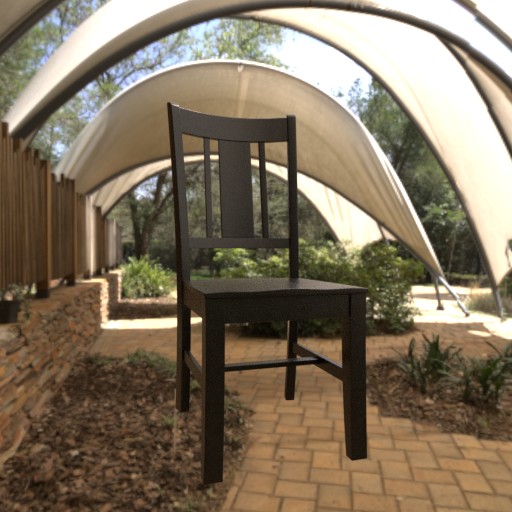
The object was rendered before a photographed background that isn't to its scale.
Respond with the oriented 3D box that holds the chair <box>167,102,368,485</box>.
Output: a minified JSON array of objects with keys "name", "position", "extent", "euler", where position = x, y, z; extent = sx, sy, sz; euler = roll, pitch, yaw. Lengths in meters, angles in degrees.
[{"name":"chair","position":[0.000,0.000,1.283],"extent":[0.450,0.998,0.555],"euler":[0,1,-18]}]
